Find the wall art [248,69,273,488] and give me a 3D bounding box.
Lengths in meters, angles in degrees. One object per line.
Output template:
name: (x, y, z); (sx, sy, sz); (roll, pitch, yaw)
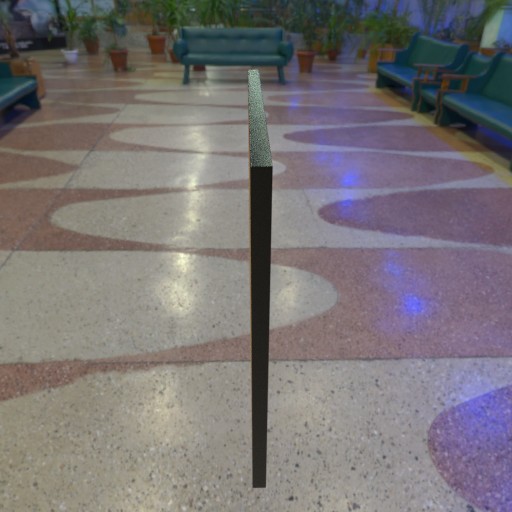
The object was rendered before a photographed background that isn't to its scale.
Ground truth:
wall art: (0.000, 0.000, 0.515); (0.014, 0.349, 0.349); (-1, 32, -1)
